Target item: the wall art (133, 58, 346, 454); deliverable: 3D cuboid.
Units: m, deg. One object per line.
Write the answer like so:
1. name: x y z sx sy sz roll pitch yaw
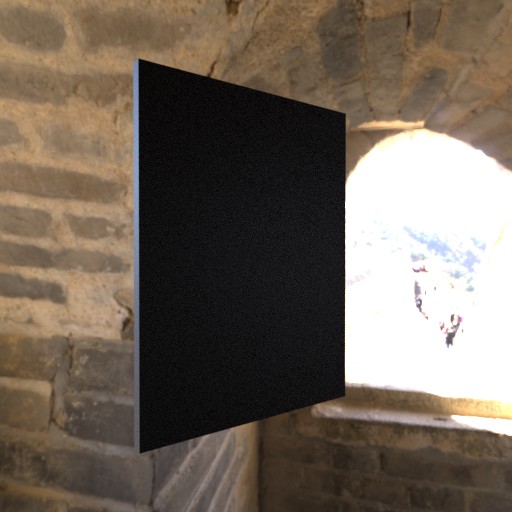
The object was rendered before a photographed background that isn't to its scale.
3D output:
1. wall art: 0.000 0.000 1.443 0.806 1.062 0.038 0 1 -36
